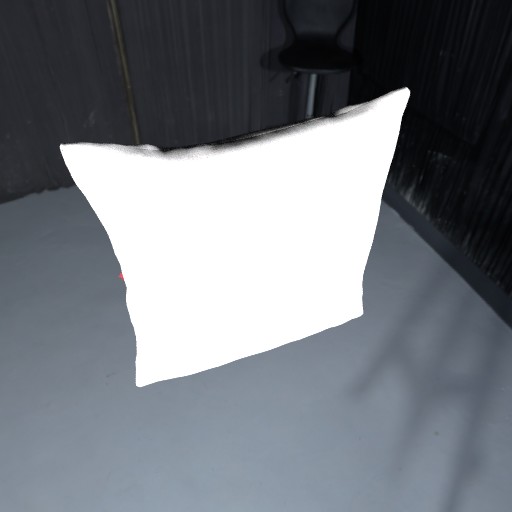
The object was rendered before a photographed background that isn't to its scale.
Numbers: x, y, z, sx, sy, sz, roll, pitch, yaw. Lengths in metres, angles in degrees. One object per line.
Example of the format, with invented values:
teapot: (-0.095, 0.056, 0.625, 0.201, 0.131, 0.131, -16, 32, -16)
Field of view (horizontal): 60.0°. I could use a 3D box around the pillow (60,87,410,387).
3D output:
pillow: (0.000, 0.000, 0.659, 0.433, 0.436, 0.173, -14, 44, -15)
